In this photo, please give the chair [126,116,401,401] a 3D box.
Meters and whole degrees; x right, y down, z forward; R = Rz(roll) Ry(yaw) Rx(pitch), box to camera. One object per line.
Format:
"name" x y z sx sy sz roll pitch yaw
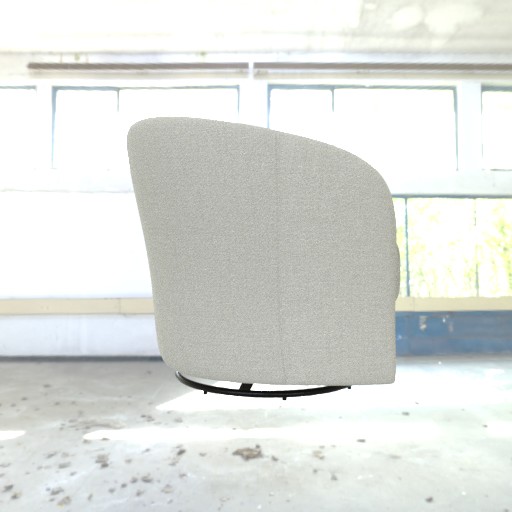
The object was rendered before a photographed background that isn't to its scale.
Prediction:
"chair" 0.000 0.000 1.455 0.815 0.771 0.791 0 -2 0
